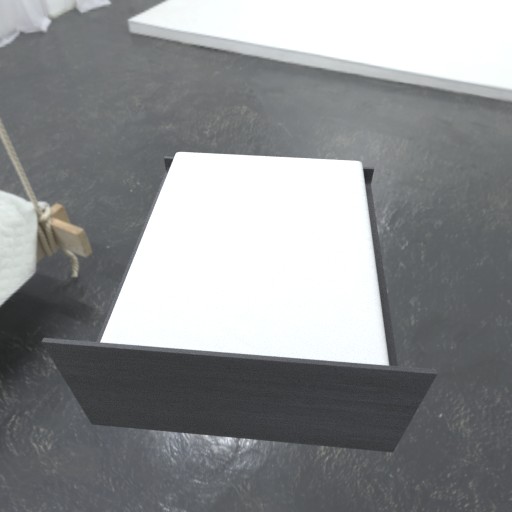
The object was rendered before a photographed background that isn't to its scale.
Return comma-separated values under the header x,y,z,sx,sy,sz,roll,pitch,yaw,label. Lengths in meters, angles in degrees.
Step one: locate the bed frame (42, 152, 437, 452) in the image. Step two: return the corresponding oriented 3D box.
x,y,z,sx,sy,sz,roll,pitch,yaw,label
0.000,0.000,2.773,1.622,0.800,1.960,4,45,4,bed frame
